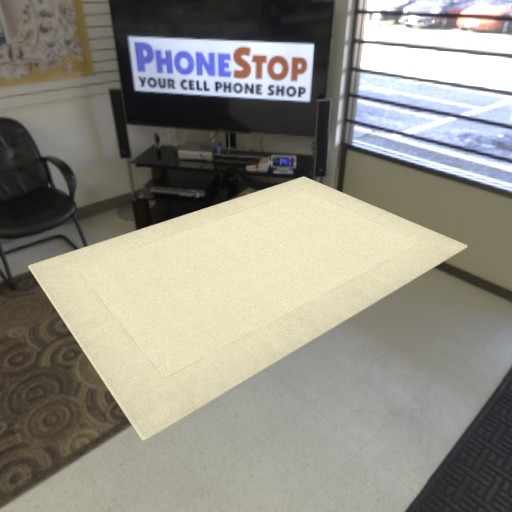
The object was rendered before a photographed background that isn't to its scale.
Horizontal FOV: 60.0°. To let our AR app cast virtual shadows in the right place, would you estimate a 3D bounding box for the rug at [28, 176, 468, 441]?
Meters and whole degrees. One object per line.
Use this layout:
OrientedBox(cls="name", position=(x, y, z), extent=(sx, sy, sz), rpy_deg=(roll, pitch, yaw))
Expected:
OrientedBox(cls="rug", position=(0.000, 0.000, 2.205), extent=(1.829, 0.013, 1.219), rpy_deg=(-23, 38, -32))
